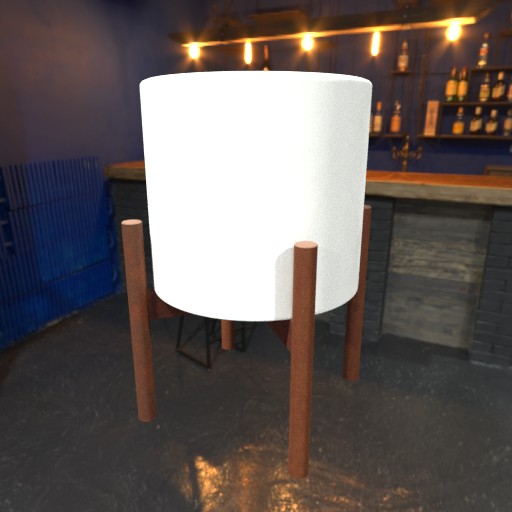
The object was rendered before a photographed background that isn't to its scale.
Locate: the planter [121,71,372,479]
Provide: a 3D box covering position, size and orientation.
[{"bbox_3d":[0.000,0.000,0.491,0.224,0.358,0.224,8,19,26],"label":"planter"}]
